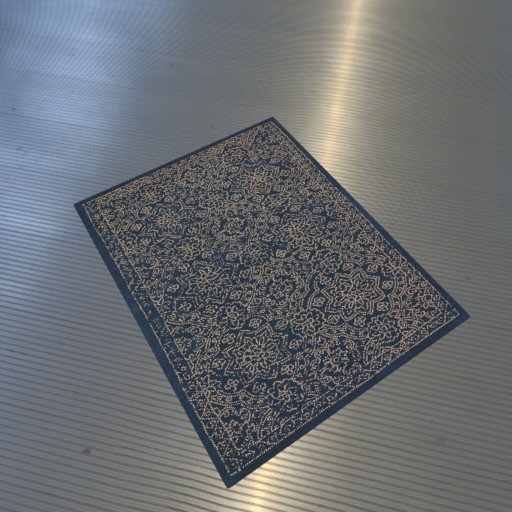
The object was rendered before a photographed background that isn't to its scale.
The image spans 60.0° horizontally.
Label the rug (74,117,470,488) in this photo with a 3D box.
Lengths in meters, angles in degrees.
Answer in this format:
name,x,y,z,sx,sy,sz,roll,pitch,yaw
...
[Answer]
name,x,y,z,sx,sy,sz,roll,pitch,yaw
rug,0.000,0.000,4.147,2.438,0.010,3.048,-29,62,-17
